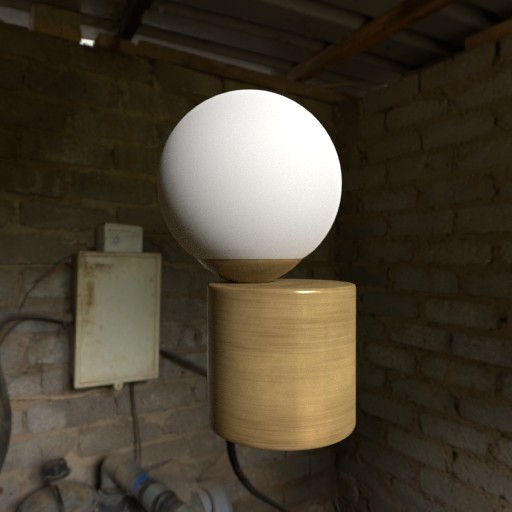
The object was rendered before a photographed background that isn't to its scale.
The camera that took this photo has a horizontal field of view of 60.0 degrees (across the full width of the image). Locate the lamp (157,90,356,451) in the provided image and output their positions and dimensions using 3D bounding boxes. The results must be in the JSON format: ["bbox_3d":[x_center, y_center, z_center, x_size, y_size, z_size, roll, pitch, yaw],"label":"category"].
[{"bbox_3d":[0.000,0.000,0.345,0.152,0.250,0.141,0,0,19],"label":"lamp"}]
